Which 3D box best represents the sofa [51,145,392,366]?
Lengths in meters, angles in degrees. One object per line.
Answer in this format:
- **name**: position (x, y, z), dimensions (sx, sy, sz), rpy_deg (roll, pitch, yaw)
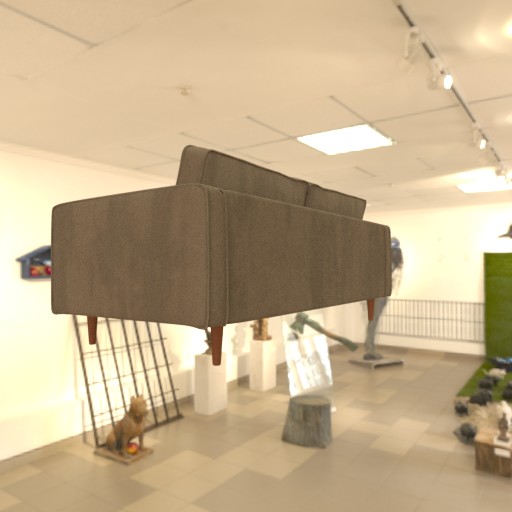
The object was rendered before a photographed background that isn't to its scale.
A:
- **sofa**: position (0.000, 0.000, 2.469), dimensions (0.924, 0.825, 1.920), rpy_deg (-1, -1, 35)
